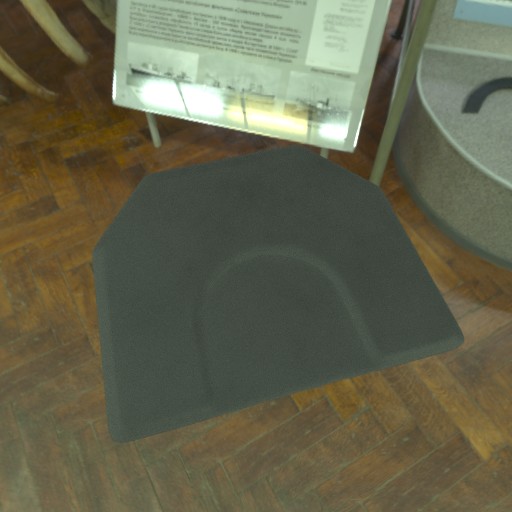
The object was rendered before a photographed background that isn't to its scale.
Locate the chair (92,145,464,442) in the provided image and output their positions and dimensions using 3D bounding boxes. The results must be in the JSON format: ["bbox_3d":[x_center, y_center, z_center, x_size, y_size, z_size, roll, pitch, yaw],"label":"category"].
[{"bbox_3d":[0.000,0.000,1.920,1.372,0.024,1.219,-13,58,-8],"label":"chair"}]
